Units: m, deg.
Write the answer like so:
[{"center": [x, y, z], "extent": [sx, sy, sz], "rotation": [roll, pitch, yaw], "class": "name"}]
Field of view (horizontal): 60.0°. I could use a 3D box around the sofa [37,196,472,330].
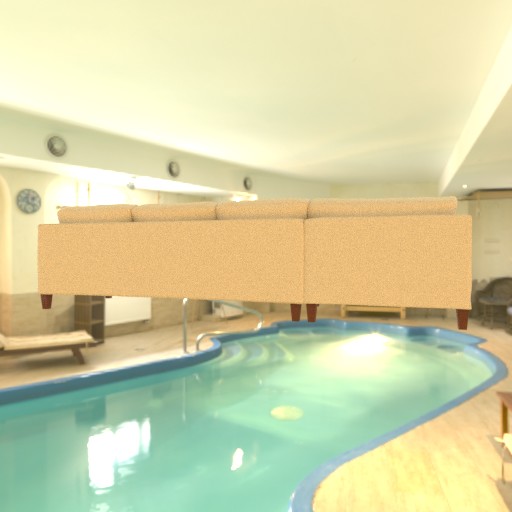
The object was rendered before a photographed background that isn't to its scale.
[{"center": [0.000, 0.000, 3.850], "extent": [3.186, 0.846, 1.625], "rotation": [0, 1, 17], "class": "sofa"}]
